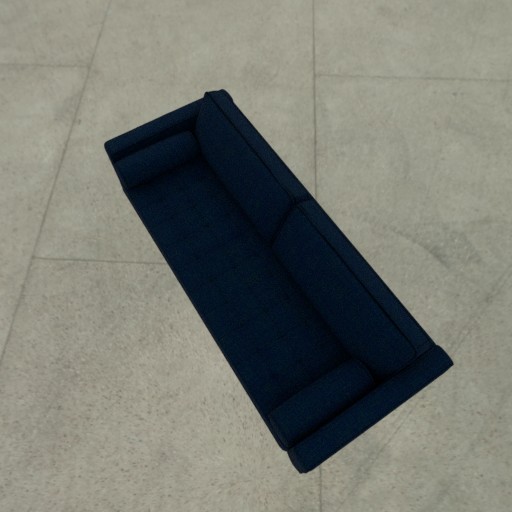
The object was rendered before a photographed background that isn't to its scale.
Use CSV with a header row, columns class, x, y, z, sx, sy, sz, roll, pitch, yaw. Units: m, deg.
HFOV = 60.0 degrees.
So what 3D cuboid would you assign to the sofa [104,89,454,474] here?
class,x,y,z,sx,sy,sz,roll,pitch,yaw
sofa,0.000,0.000,2.624,0.914,0.762,2.210,-30,67,-14
